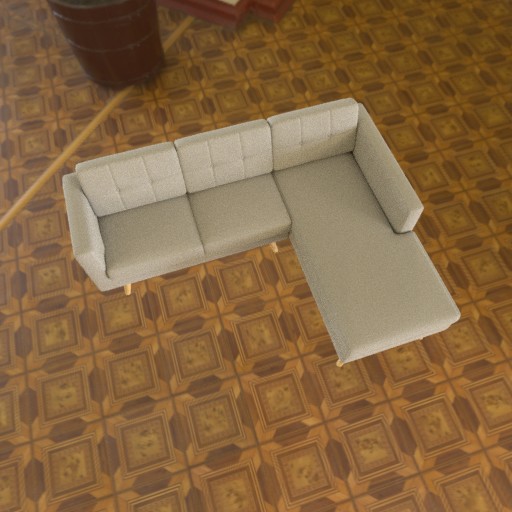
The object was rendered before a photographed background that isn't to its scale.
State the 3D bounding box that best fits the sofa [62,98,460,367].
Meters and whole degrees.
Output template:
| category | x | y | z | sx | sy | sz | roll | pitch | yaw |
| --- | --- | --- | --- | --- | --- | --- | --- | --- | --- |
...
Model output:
| category | x | y | z | sx | sy | sz | roll | pitch | yaw |
| --- | --- | --- | --- | --- | --- | --- | --- | --- | --- |
| sofa | 0.000 | 0.000 | 2.774 | 2.040 | 0.860 | 1.530 | -16 | 64 | -8 |
